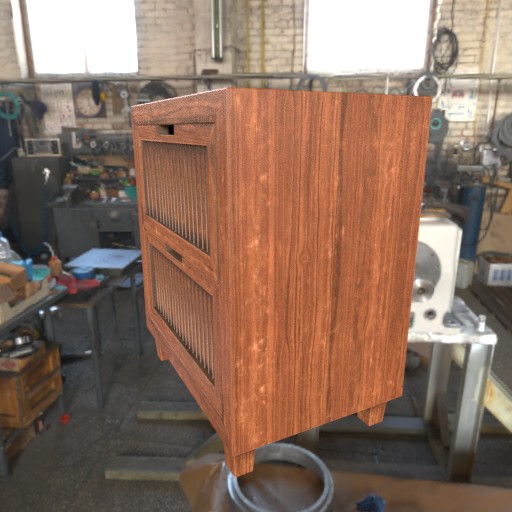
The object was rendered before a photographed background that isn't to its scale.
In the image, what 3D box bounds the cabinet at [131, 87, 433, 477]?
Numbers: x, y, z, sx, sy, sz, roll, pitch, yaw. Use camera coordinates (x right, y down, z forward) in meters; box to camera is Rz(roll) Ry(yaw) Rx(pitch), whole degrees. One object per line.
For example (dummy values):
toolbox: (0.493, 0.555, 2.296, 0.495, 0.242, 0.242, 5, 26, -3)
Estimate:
cabinet: (0.000, 0.000, 1.058, 0.410, 0.695, 0.607, -8, 18, -26)
